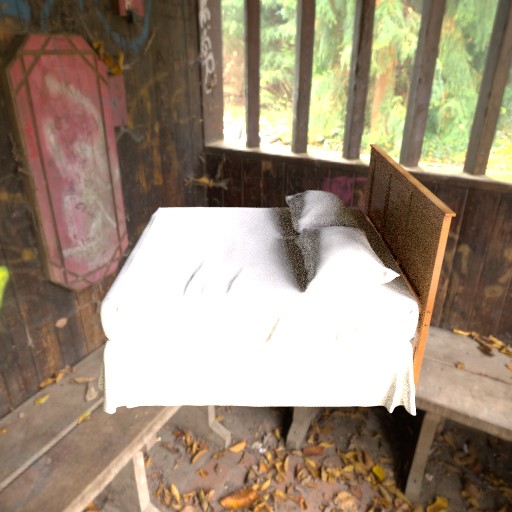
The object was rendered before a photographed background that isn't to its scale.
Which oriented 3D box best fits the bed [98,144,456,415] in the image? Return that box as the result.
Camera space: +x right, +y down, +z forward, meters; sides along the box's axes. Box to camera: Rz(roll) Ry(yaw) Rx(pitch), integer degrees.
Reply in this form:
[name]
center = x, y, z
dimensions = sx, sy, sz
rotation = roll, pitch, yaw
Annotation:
[bed]
center = 0.000, 0.000, 3.225
dimensions = 2.035, 1.273, 1.870
rotation = 0, 26, 0
